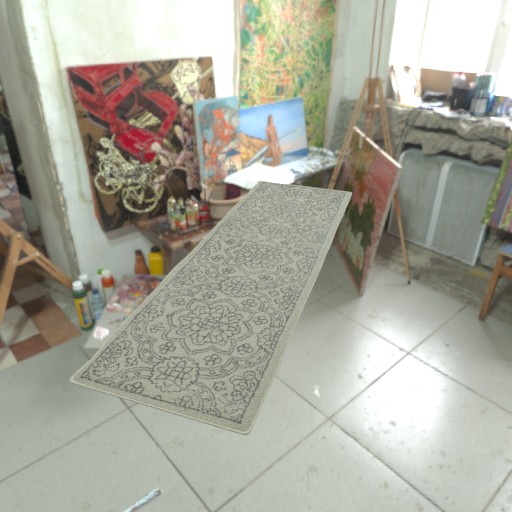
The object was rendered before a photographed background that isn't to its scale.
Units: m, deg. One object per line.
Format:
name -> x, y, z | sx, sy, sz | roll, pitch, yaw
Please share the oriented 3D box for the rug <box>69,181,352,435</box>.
rug -> 0.000, 0.000, 2.688 | 0.806, 0.006, 2.431 | 10, 32, 17
